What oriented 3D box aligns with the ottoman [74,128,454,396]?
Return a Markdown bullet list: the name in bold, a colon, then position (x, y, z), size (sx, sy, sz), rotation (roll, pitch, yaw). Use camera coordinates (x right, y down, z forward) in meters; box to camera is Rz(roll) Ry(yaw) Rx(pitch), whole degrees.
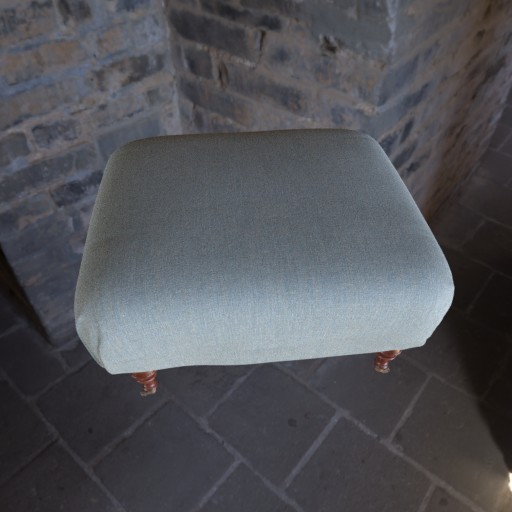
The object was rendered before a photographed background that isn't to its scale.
- **ottoman**: position (0.000, 0.000, 1.110), size (0.747, 0.450, 0.622), rotation (-4, 45, -4)
